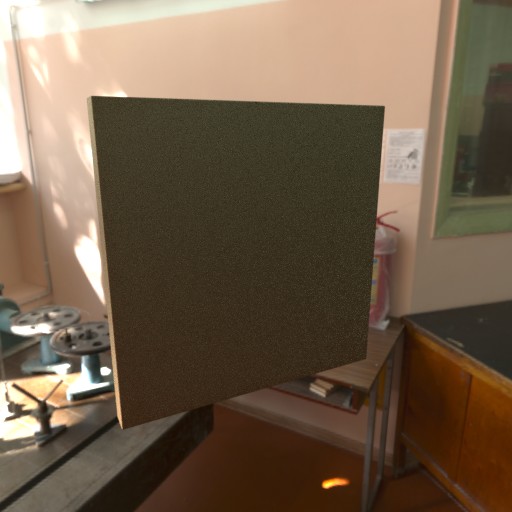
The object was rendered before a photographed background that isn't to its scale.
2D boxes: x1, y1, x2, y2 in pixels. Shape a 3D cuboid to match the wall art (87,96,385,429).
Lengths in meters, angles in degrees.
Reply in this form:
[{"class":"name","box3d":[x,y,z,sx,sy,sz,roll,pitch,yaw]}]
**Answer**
[{"class":"wall art","box3d":[0.000,0.000,0.771,0.503,0.506,0.040,-8,17,-26]}]
